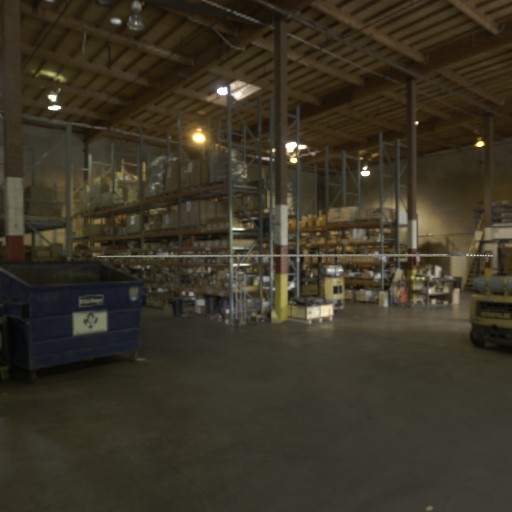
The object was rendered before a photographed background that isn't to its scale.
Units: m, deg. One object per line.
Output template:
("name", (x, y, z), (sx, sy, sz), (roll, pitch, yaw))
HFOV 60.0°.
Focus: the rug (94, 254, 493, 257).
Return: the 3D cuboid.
("rug", (0.000, 0.000, 2.578), (2.372, 0.008, 0.620), (0, 0, 37))
